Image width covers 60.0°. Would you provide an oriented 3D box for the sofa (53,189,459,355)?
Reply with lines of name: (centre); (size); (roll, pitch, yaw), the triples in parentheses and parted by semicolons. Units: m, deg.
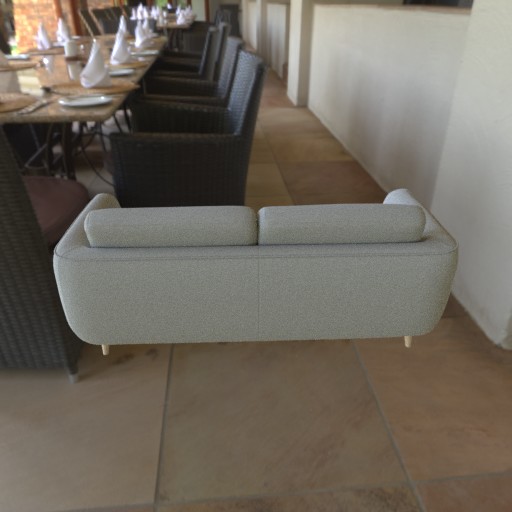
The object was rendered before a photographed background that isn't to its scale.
sofa: (0.000, 0.000, 2.532); (2.000, 0.850, 0.920); (-1, 30, -2)
